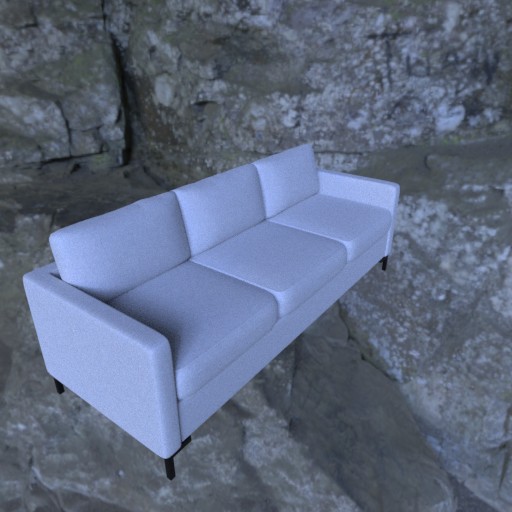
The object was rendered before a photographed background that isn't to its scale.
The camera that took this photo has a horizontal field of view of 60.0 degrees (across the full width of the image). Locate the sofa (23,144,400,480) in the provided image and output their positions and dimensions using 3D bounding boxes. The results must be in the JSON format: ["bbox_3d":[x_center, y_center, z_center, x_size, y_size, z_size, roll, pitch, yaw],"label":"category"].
[{"bbox_3d":[0.000,0.000,2.544,0.859,0.874,2.218,19,32,32],"label":"sofa"}]
